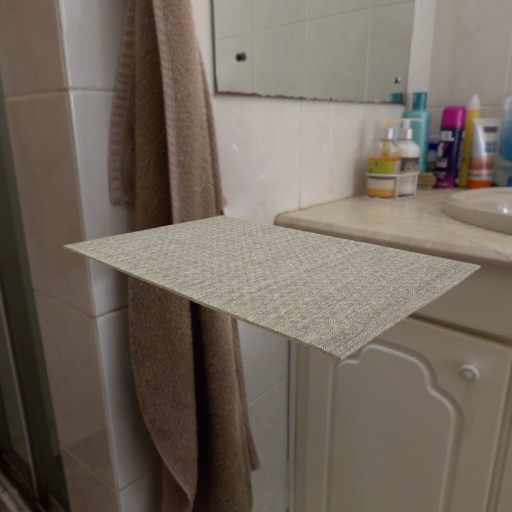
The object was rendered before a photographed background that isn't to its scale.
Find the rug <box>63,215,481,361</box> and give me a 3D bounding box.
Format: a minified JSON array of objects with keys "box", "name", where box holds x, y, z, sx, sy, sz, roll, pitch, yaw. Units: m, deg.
[{"box":[0.000,0.000,2.889,2.297,0.018,1.532,15,22,41],"name":"rug"}]
